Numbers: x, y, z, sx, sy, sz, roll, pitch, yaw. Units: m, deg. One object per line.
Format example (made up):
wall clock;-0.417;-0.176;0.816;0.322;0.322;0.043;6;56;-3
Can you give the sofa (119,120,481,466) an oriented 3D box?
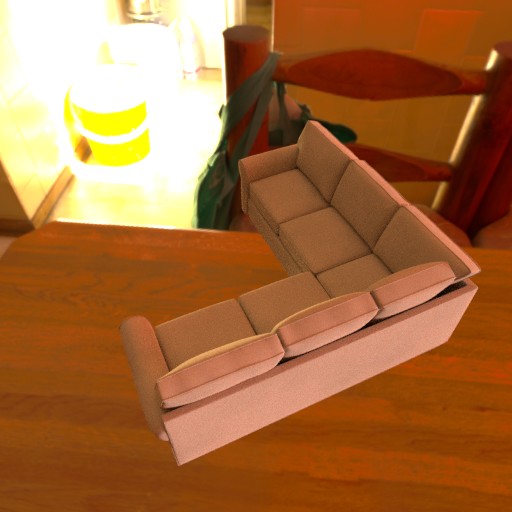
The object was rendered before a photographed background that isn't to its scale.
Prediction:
sofa;0.000;0.000;3.943;2.562;1.053;2.487;-19;50;-17
